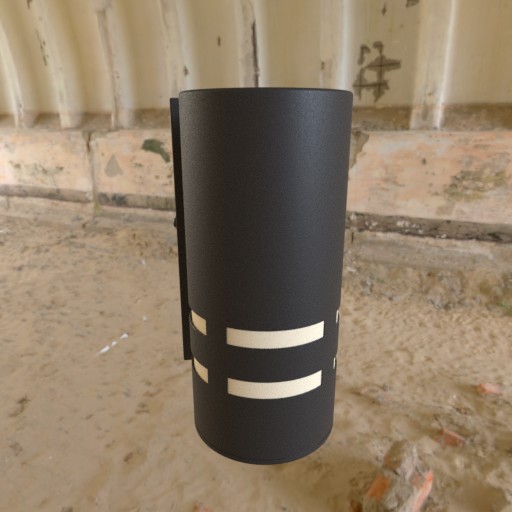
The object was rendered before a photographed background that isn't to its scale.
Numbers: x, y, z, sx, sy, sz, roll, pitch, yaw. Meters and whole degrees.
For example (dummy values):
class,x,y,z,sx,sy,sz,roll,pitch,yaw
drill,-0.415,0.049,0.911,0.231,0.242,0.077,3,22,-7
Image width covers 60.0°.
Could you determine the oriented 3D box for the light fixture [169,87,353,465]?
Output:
class,x,y,z,sx,sy,sz,roll,pitch,yaw
light fixture,0.000,0.000,0.261,0.098,0.179,0.138,-3,18,-9
